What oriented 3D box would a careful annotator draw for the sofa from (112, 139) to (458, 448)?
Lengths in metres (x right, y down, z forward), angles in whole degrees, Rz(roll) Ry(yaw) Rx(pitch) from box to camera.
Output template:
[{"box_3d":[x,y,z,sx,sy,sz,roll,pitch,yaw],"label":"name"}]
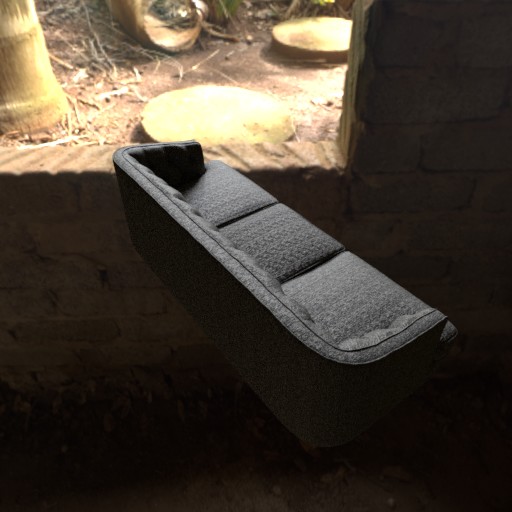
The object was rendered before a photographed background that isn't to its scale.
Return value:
[{"box_3d":[0.000,0.000,2.744,0.941,0.855,2.278,-26,47,-27],"label":"sofa"}]
